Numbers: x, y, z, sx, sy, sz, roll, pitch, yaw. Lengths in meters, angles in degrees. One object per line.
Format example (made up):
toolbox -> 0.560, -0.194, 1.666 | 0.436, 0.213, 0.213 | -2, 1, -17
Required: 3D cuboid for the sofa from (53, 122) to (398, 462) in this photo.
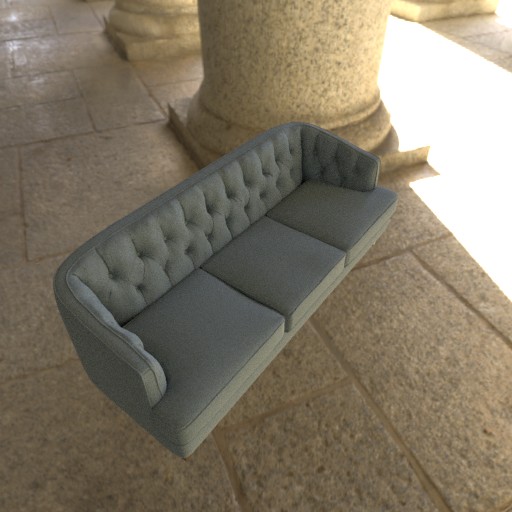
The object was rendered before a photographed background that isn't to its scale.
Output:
sofa -> 0.000, 0.000, 2.747 | 0.941, 0.855, 2.278 | 27, 48, 27
